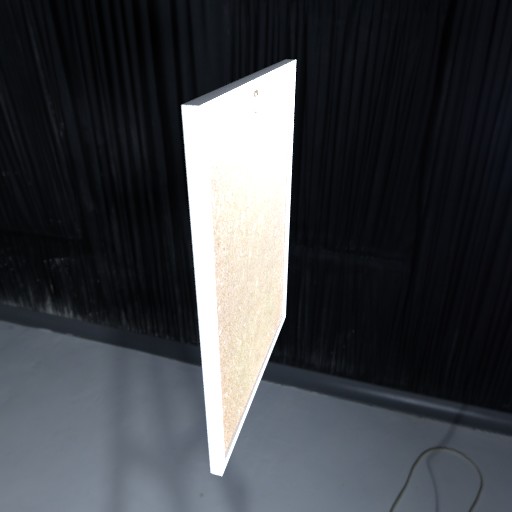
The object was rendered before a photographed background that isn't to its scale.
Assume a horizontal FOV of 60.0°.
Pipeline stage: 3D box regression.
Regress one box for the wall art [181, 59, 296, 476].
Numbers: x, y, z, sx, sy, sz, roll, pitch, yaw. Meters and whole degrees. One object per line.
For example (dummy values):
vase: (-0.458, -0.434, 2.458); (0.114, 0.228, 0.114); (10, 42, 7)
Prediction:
wall art: (0.000, 0.000, 1.390); (0.042, 1.056, 0.805); (8, 31, 15)
